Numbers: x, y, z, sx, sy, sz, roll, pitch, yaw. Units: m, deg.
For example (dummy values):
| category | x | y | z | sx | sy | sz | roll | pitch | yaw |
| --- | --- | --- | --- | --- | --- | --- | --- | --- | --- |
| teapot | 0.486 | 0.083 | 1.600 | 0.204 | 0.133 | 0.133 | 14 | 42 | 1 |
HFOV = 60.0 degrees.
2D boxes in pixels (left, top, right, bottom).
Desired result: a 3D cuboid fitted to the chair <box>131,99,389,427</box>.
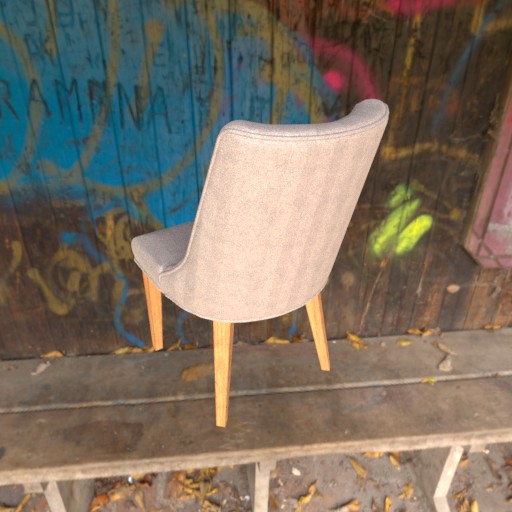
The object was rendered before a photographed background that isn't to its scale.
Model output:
| category | x | y | z | sx | sy | sz | roll | pitch | yaw |
| --- | --- | --- | --- | --- | --- | --- | --- | --- | --- |
| chair | 0.000 | 0.000 | 1.305 | 0.548 | 0.916 | 0.636 | -19 | 35 | -29 |
